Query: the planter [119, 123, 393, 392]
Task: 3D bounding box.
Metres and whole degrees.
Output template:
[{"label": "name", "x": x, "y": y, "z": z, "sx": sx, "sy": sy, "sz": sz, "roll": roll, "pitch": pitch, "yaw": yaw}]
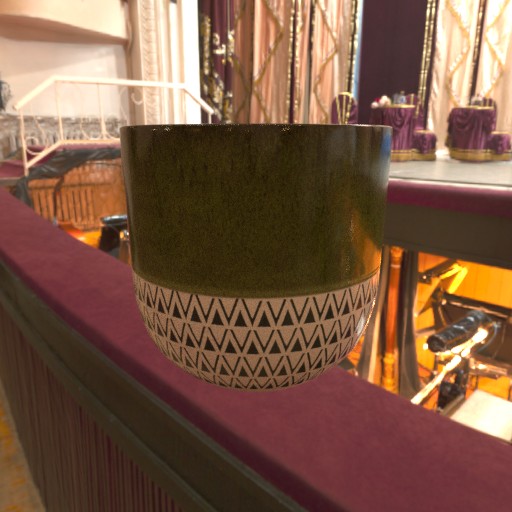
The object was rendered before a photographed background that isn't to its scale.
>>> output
[{"label": "planter", "x": 0.000, "y": 0.000, "z": 0.484, "sx": 0.266, "sy": 0.270, "sz": 0.266, "roll": 0, "pitch": 15, "yaw": 0}]
